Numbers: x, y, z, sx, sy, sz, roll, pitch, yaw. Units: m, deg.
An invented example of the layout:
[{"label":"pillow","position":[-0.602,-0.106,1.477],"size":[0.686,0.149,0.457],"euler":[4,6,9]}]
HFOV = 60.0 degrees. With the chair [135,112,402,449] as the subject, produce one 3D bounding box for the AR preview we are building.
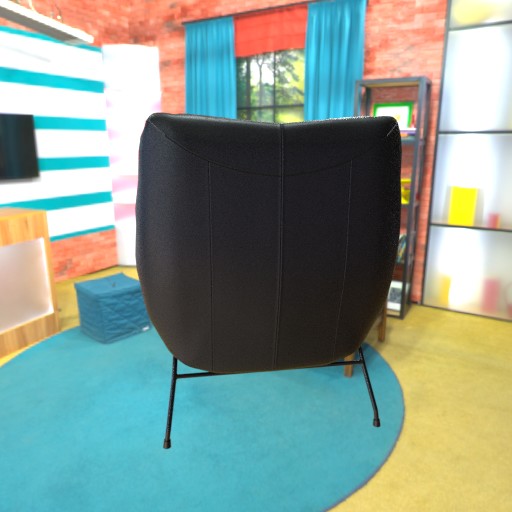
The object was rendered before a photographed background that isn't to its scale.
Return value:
[{"label":"chair","position":[0.000,0.000,1.576],"size":[0.836,0.922,0.826],"euler":[-2,14,-9]}]
